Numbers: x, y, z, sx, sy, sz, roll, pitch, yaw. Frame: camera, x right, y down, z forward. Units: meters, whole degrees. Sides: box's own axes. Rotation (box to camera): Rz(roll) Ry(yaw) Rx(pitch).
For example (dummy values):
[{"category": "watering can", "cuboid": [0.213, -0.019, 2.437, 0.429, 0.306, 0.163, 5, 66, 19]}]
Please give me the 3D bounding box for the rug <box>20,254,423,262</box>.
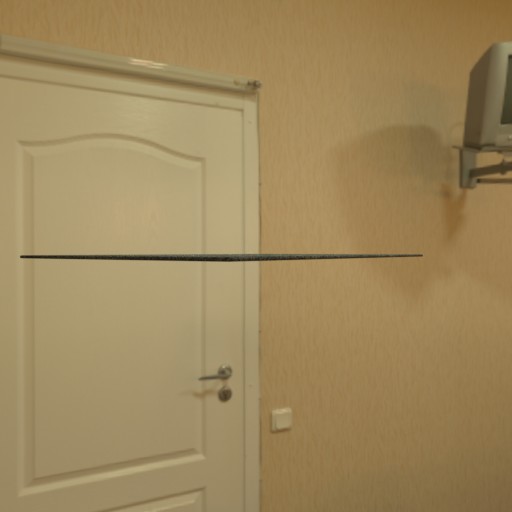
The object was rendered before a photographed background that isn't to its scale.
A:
[{"category": "rug", "cuboid": [0.000, 0.000, 2.909, 1.478, 0.017, 2.330, 0, 1, 36]}]
